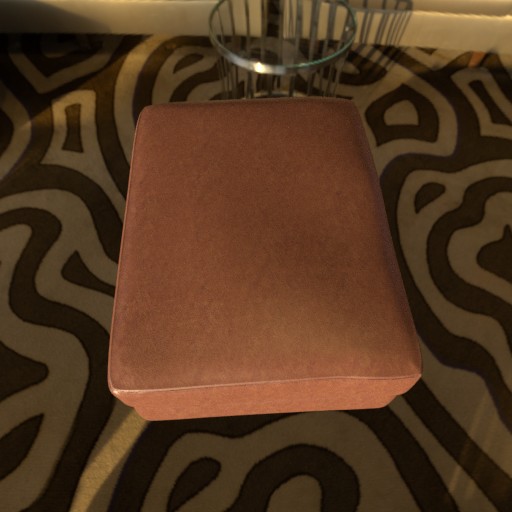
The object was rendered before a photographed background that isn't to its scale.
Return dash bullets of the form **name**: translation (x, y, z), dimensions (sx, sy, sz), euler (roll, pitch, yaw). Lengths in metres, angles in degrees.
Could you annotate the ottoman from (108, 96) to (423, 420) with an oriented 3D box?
- **ottoman**: translation (0.000, 0.000, 1.248), dimensions (0.650, 0.485, 0.851), euler (-3, 59, -2)
